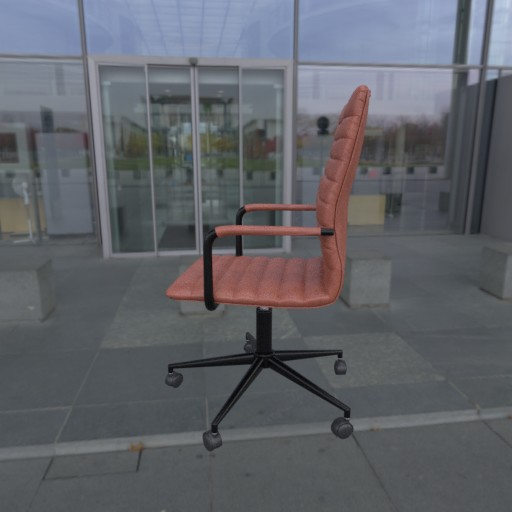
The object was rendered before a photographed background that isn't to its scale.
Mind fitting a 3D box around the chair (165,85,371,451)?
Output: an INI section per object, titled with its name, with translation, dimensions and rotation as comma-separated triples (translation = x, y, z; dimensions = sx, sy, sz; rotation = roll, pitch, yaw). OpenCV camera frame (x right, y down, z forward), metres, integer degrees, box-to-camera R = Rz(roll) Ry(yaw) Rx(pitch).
[chair]
translation = 0.000, 0.000, 1.276
dimensions = 0.578, 0.878, 0.600
rotation = 2, 13, 7
